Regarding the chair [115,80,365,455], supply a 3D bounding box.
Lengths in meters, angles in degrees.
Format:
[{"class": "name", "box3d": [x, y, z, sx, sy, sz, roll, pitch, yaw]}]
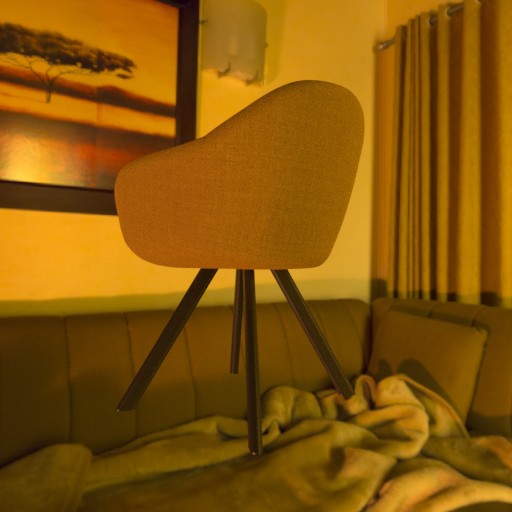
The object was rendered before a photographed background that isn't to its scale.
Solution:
[{"class": "chair", "box3d": [0.000, 0.000, 1.187, 0.550, 0.795, 0.590, 0, 0, 36]}]
